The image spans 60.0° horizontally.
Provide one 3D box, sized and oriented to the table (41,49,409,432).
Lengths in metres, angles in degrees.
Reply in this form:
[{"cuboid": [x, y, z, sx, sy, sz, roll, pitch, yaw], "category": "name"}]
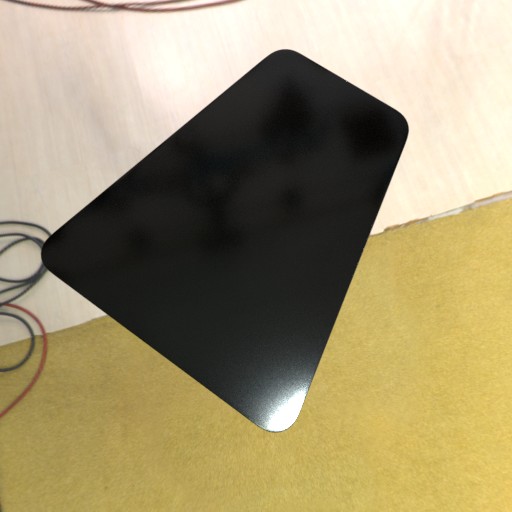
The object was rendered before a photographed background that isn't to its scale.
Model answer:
[{"cuboid": [0.000, 0.000, 0.948, 0.427, 0.624, 0.500, 34, 78, 8], "category": "table"}]
